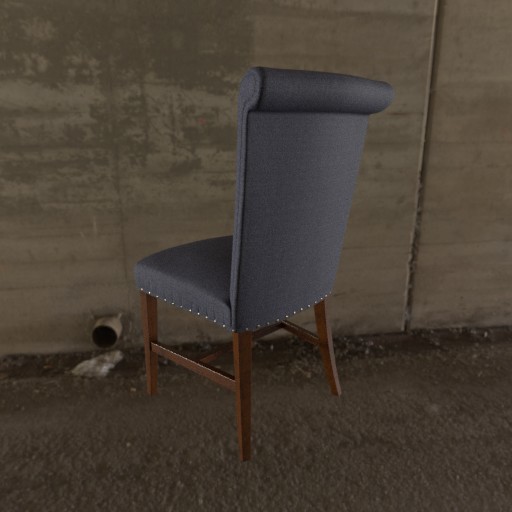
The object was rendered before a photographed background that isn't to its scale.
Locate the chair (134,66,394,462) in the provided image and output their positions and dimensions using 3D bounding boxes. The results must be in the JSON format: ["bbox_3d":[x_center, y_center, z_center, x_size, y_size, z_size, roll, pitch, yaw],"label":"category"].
[{"bbox_3d":[0.000,0.000,1.341,0.513,0.988,0.608,-16,23,-43],"label":"chair"}]
